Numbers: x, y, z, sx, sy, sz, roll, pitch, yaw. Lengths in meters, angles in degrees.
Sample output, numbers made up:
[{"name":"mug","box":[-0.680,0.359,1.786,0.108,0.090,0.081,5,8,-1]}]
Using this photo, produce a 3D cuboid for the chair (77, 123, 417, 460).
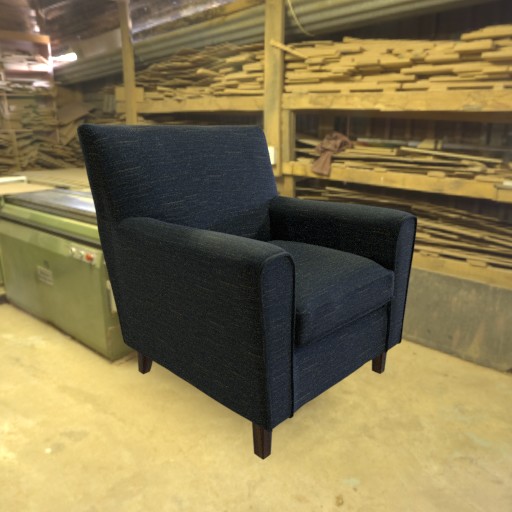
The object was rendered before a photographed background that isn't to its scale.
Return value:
[{"name":"chair","box":[0.000,0.000,1.621,0.873,0.928,0.864,15,22,43]}]
